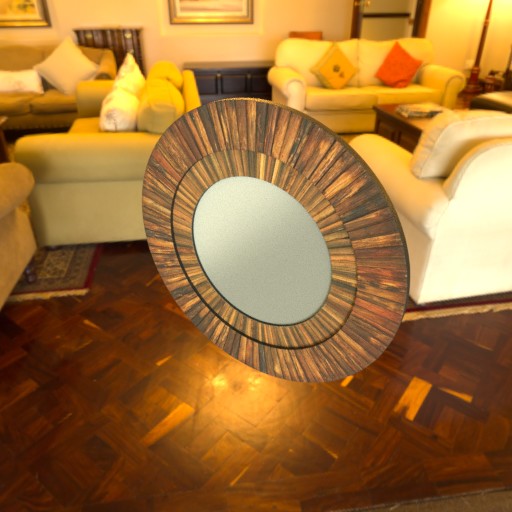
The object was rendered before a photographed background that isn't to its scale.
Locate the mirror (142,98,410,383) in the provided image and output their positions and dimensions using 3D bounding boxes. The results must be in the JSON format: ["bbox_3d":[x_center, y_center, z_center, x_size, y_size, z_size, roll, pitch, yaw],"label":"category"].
[{"bbox_3d":[0.000,0.000,1.587,1.077,1.077,0.036,18,35,28],"label":"mirror"}]
